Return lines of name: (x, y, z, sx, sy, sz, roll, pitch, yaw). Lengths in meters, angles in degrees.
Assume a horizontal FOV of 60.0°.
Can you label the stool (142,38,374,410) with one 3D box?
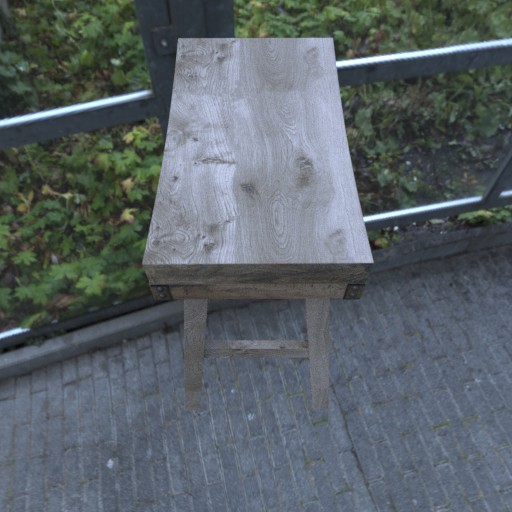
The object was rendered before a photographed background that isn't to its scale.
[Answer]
stool: (0.000, 0.000, 0.870, 0.330, 0.635, 0.450, 0, 57, 0)
